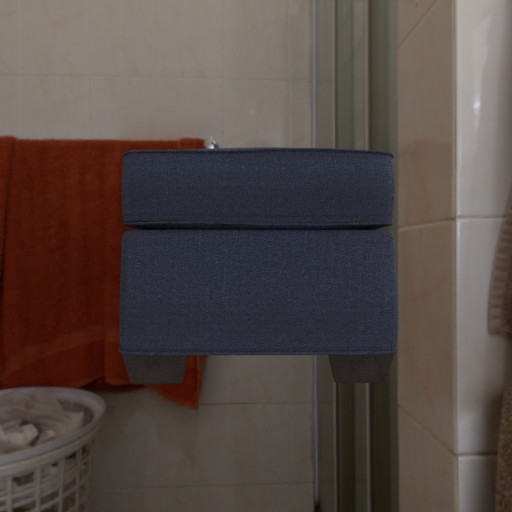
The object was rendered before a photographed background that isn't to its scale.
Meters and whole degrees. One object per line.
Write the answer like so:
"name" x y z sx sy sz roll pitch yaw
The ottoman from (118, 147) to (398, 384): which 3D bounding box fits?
"ottoman" 0.000 0.000 1.203 0.505 0.453 0.895 0 0 -1
